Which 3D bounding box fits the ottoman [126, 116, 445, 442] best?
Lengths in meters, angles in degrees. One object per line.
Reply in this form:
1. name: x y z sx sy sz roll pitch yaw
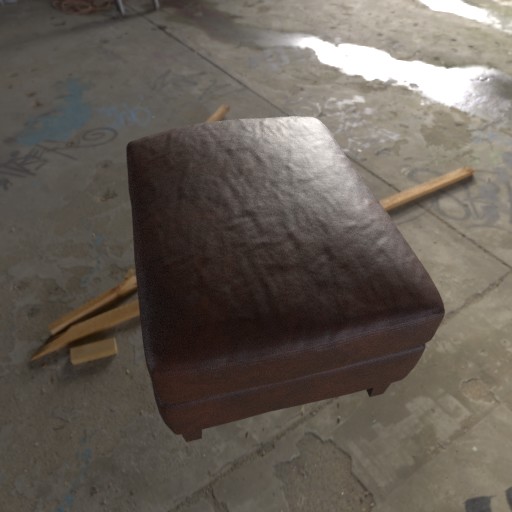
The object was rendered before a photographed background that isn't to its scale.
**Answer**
1. ottoman: 0.000 0.000 1.293 0.659 0.527 0.887 -10 47 -10
